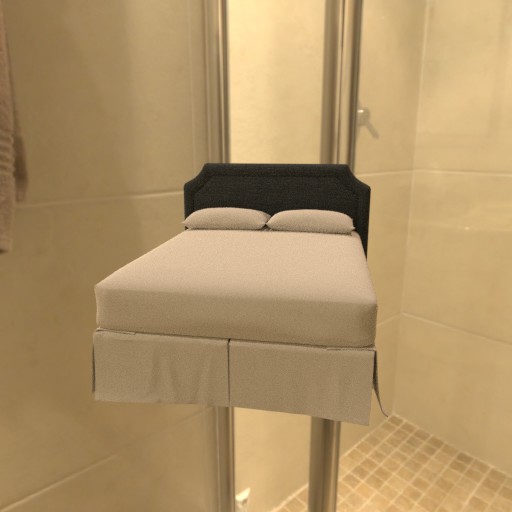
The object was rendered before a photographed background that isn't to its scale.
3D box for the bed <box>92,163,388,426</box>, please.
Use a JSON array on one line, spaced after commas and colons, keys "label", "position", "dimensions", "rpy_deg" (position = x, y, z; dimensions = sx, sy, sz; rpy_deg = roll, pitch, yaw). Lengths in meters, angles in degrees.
[{"label": "bed", "position": [0.000, 0.000, 3.386], "dimensions": [1.828, 1.297, 2.208], "rpy_deg": [2, 14, 9]}]
